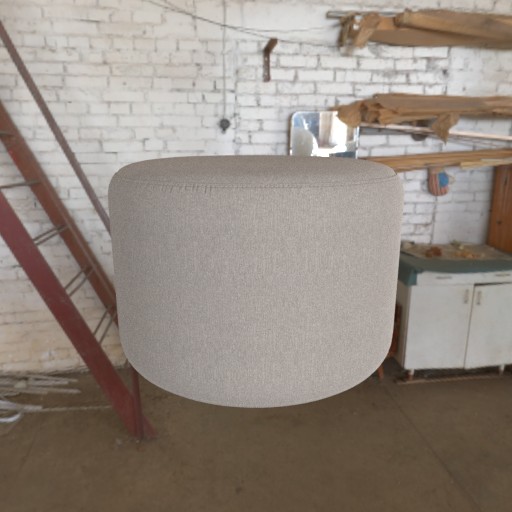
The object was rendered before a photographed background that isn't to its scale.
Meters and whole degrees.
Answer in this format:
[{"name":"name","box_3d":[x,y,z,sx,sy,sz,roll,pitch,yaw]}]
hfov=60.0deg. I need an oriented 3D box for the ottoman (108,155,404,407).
[{"name":"ottoman","box_3d":[0.000,0.000,0.991,0.608,0.433,0.608,0,15,0]}]
